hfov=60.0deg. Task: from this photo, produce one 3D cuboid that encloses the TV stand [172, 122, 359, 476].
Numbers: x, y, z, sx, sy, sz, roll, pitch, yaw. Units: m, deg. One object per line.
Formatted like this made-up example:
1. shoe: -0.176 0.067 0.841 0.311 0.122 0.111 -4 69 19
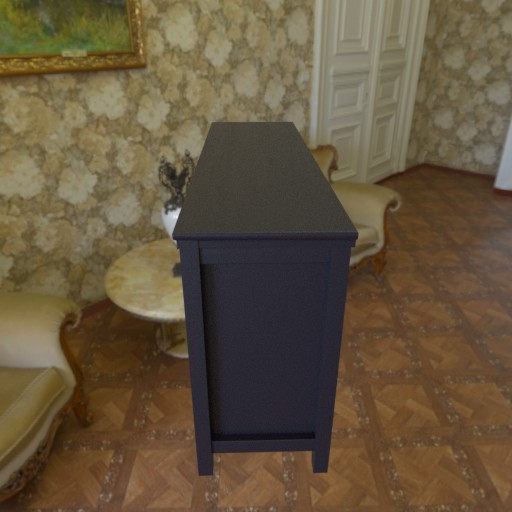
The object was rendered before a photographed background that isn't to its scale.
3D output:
1. TV stand: 0.000 0.000 1.499 0.347 0.681 1.198 -1 26 -1
